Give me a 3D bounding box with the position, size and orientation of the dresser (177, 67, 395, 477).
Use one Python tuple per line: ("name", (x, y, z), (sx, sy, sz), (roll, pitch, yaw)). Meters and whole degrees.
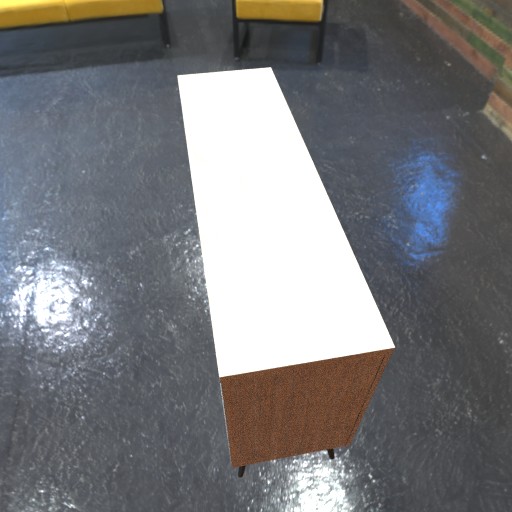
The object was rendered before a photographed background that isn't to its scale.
("dresser", (0.000, 0.000, 1.916), (0.457, 0.914, 1.524), (-8, 49, -7))
